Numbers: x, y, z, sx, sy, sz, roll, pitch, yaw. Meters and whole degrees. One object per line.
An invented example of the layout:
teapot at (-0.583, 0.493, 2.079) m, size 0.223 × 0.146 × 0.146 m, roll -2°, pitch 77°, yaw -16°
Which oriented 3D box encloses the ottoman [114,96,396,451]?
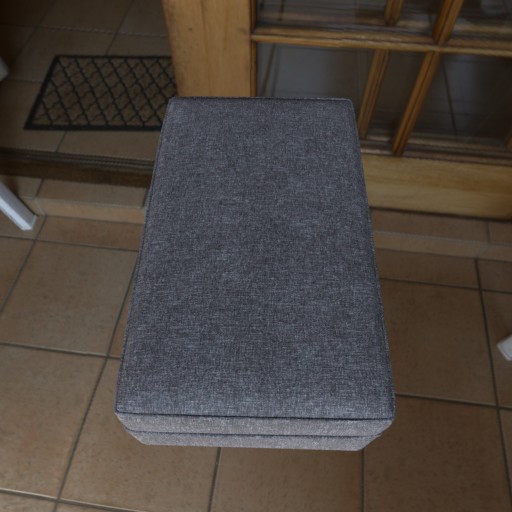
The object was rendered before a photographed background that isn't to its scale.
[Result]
ottoman at (0.000, 0.000, 1.521) m, size 0.717 × 0.487 × 1.184 m, roll 1°, pitch 58°, yaw 1°
